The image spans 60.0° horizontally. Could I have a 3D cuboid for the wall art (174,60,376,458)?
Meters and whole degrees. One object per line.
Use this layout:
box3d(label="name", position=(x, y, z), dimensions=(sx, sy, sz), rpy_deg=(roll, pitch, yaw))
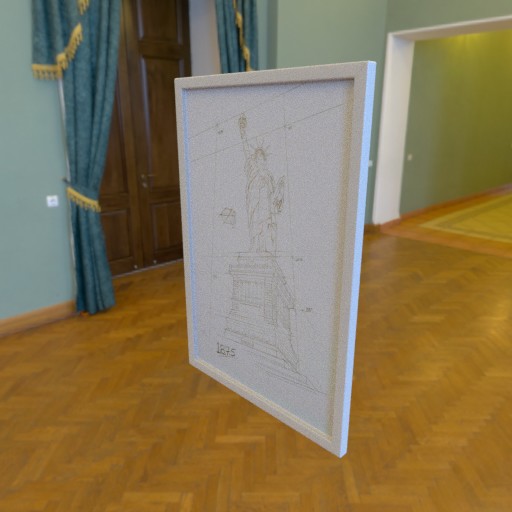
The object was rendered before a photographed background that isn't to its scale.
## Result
box3d(label="wall art", position=(0.000, 0.000, 1.056), dimensions=(0.026, 0.813, 0.556), rpy_deg=(-17, 24, -42))
